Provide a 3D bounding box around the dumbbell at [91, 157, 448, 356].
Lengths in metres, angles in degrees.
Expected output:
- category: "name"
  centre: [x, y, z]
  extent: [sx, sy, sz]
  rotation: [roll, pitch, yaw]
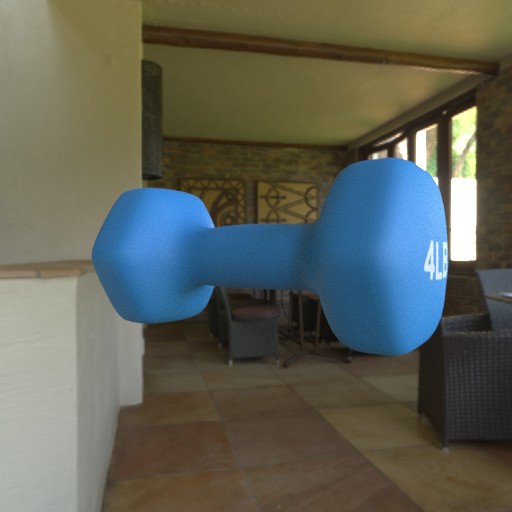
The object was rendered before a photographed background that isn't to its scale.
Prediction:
- category: "dumbbell"
  centre: [0.000, 0.000, 0.193]
  extent: [0.152, 0.066, 0.074]
  rotation: [0, 0, 35]
